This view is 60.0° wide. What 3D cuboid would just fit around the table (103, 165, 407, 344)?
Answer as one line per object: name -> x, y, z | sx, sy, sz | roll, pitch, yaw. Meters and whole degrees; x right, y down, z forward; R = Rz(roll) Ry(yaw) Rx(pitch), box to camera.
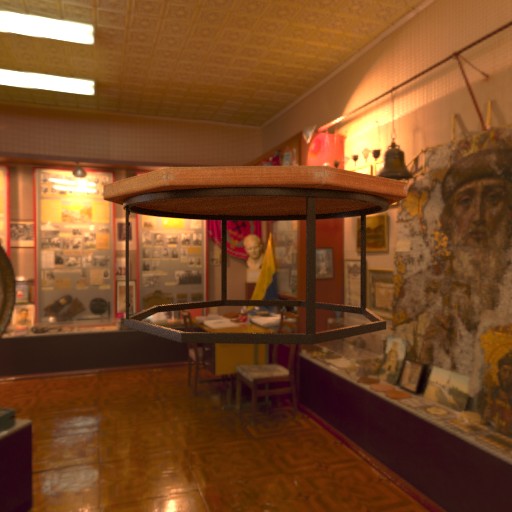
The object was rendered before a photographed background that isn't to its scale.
table -> 0.000, 0.000, 1.540 | 1.002, 0.444, 1.002 | 0, 0, 0
